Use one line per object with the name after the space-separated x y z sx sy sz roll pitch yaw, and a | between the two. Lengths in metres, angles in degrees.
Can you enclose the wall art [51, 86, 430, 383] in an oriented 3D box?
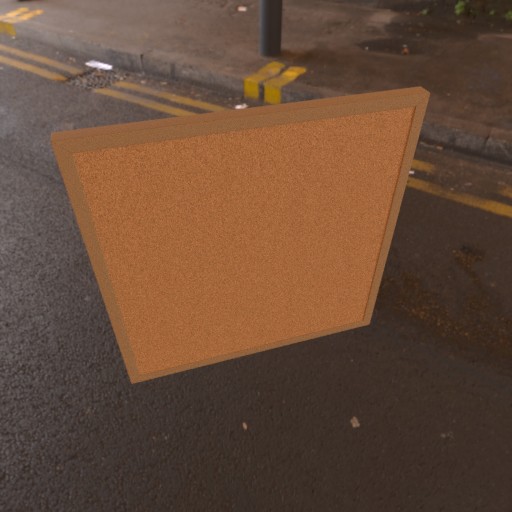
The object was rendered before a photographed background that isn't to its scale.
0.000 0.000 1.122 0.761 0.761 0.037 -11 43 -12 | wall art
